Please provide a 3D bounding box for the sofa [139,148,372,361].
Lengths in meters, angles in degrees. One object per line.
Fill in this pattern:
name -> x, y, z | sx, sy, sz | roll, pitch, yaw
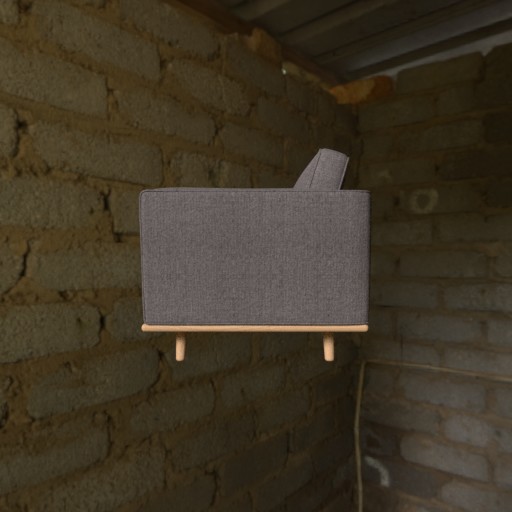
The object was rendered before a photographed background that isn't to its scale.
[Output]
sofa -> 0.000, 0.000, 2.799 | 0.903, 0.899, 2.362 | 0, -1, 0
